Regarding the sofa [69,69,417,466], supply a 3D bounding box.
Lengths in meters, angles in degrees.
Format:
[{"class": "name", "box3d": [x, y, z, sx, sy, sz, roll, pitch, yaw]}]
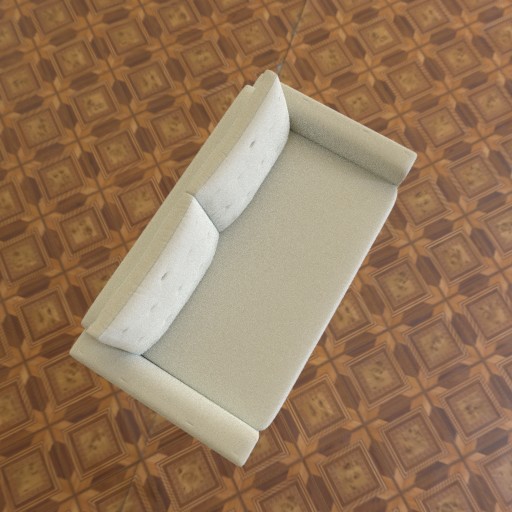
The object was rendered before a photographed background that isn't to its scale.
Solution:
[{"class": "sofa", "box3d": [0.000, 0.000, 2.138, 0.920, 0.790, 1.650, 30, 78, 7]}]
